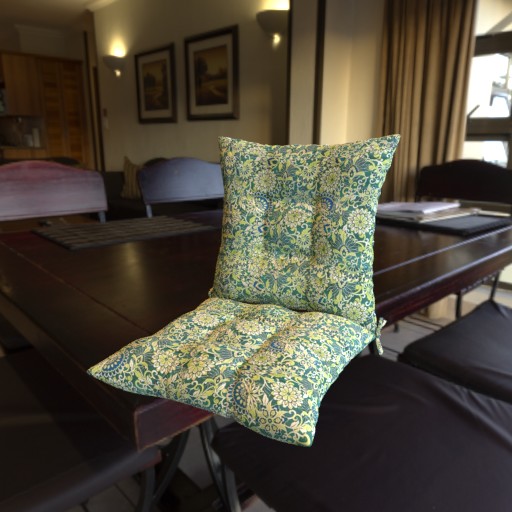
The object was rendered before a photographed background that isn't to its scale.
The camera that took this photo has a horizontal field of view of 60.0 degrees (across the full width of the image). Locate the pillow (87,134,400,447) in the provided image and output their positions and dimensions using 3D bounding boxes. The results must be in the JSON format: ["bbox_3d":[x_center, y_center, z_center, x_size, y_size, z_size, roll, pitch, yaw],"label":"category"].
[{"bbox_3d":[0.000,0.000,1.007,0.541,0.536,0.585,8,16,27],"label":"pillow"}]
